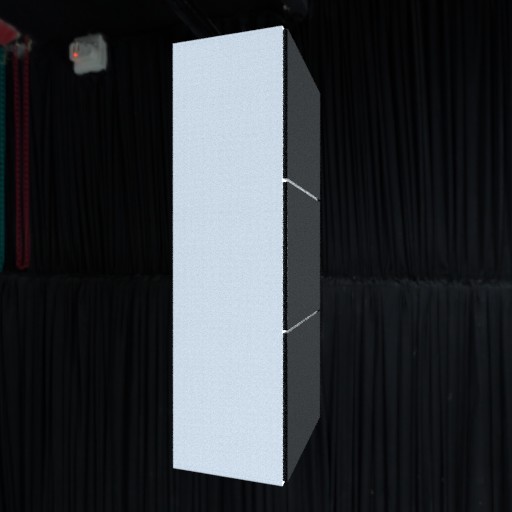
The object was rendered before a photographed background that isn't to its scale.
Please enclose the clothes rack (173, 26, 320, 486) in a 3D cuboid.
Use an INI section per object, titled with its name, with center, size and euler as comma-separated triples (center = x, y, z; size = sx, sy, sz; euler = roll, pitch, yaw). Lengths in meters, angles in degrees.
[clothes rack]
center = 0.000, 0.000, 1.428
size = 0.330, 1.187, 0.500
euler = 0, 0, 18
